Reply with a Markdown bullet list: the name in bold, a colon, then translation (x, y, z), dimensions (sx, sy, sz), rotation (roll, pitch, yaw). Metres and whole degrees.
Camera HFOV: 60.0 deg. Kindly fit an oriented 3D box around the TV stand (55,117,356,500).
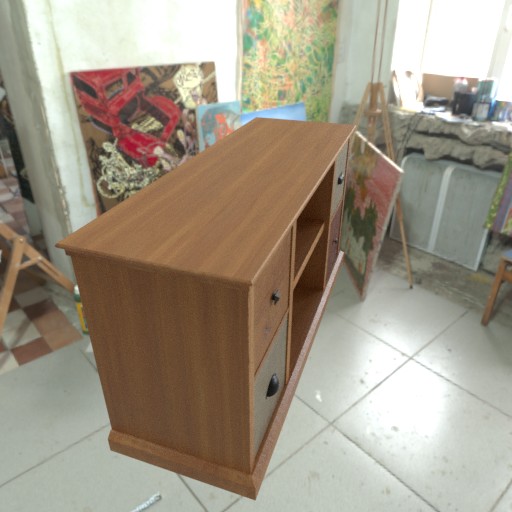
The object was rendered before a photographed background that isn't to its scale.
- **TV stand**: translation (0.000, 0.000, 1.434), dimensions (0.417, 0.607, 1.181), rotation (10, 31, 17)
